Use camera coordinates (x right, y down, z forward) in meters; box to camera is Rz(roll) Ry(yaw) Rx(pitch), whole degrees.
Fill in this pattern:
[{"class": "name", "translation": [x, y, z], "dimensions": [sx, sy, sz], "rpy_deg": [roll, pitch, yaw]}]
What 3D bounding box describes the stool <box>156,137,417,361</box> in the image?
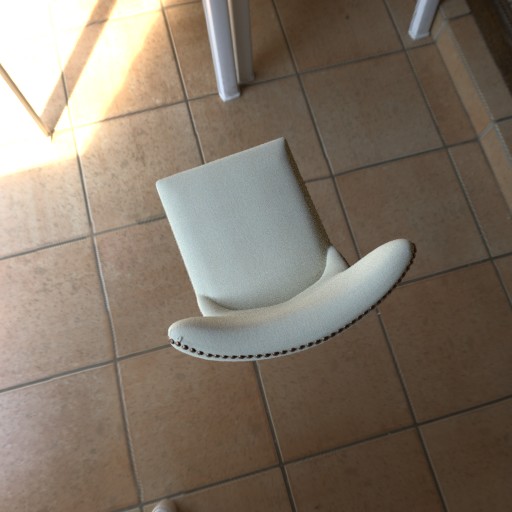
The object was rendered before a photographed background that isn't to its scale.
[{"class": "stool", "translation": [0.000, 0.000, 1.318], "dimensions": [0.498, 0.981, 0.608], "rpy_deg": [-20, 77, -5]}]
